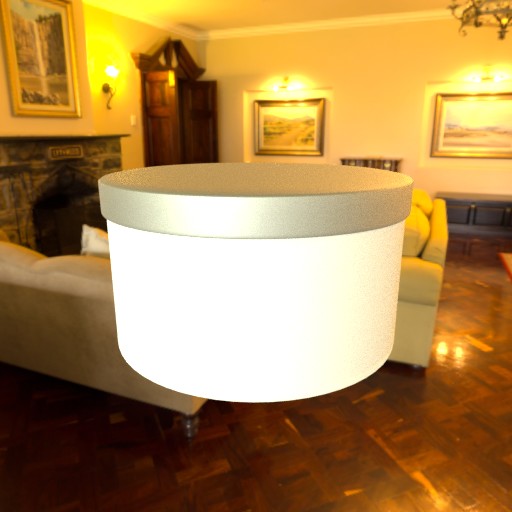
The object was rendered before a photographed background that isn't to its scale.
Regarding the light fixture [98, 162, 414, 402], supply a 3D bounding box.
[{"bbox_3d":[0.000,0.000,0.614,0.393,0.229,0.393,0,16,0],"label":"light fixture"}]
